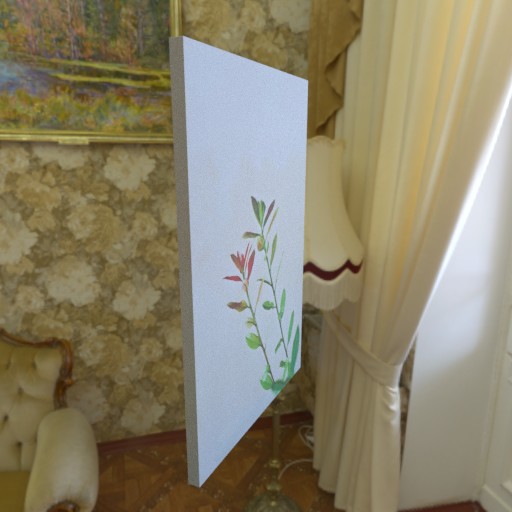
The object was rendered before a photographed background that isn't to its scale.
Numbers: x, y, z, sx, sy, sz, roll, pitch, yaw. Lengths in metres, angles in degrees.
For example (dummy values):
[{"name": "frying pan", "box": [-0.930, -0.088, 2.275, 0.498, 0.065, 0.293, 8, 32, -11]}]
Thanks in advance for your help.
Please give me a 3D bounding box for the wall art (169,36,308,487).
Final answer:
[{"name": "wall art", "box": [0.000, 0.000, 1.421, 0.038, 1.143, 0.764, 7, 16, 26]}]
